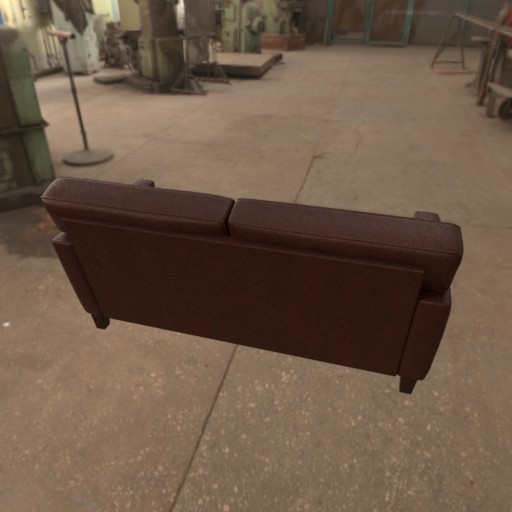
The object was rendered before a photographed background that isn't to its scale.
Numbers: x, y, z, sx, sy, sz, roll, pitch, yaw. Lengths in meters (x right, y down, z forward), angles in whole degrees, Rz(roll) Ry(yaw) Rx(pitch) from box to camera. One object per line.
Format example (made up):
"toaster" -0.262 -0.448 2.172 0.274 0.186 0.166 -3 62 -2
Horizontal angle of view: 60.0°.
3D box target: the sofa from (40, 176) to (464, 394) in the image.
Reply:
"sofa" 0.000 0.000 2.344 1.876 0.928 0.912 9 32 14
